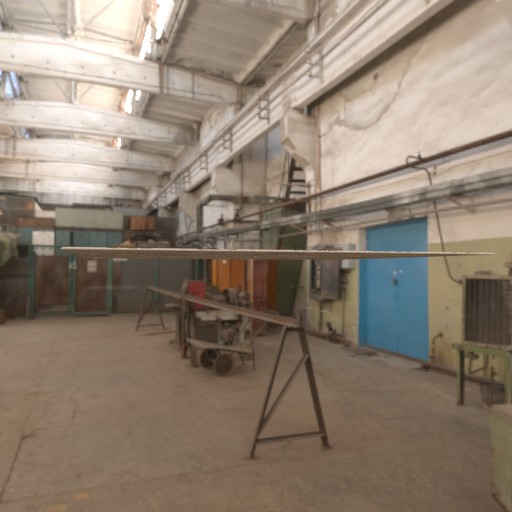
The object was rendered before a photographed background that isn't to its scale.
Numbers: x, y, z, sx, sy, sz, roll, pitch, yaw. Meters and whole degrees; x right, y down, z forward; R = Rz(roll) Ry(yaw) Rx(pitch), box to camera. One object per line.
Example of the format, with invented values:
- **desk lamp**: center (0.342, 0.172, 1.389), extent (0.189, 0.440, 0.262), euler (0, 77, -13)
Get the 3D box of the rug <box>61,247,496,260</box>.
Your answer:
- **rug**: center (0.000, 0.000, 4.016), extent (3.040, 0.014, 2.423), euler (1, -2, -19)
